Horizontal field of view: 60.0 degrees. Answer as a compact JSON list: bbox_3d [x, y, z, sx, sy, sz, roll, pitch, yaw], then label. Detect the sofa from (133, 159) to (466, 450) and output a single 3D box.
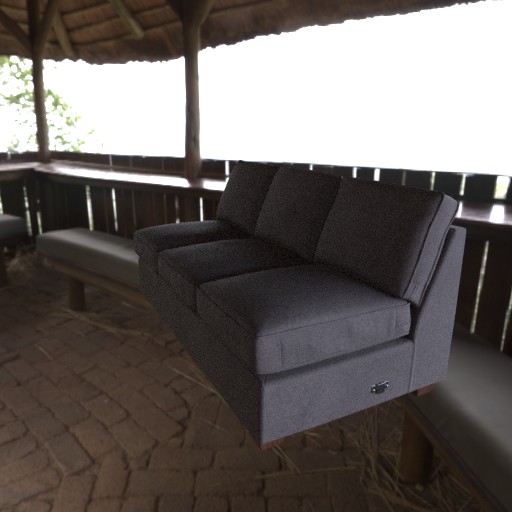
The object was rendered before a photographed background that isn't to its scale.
[{"bbox_3d":[0.000,0.000,2.559,1.027,0.973,1.962,-8,17,-26],"label":"sofa"}]
